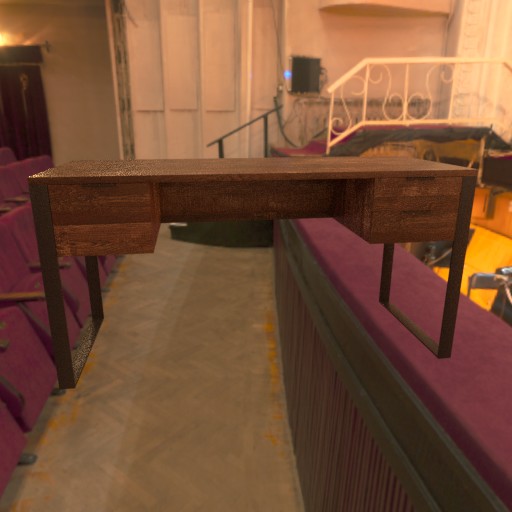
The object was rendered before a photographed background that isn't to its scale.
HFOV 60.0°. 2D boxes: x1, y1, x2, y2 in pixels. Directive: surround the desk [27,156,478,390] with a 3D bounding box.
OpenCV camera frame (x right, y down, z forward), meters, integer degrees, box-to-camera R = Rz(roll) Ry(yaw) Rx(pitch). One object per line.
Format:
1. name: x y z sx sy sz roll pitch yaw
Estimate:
1. desk: 0.000 0.000 1.875 1.524 0.762 0.599 -3 17 -8
